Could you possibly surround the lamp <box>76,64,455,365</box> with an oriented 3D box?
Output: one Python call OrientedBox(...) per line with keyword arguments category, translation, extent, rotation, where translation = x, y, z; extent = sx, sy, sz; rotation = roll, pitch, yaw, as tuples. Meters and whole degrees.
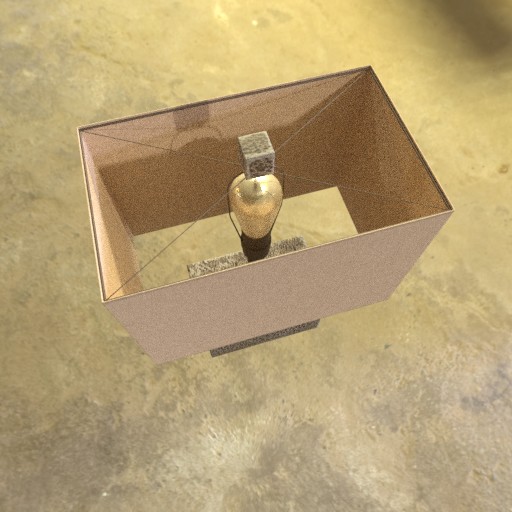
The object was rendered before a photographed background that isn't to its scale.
OrientedBox(category="lamp", translation=(0.000, 0.000, 0.548), extent=(0.294, 0.411, 0.180), rotation=(-15, 65, -7))
